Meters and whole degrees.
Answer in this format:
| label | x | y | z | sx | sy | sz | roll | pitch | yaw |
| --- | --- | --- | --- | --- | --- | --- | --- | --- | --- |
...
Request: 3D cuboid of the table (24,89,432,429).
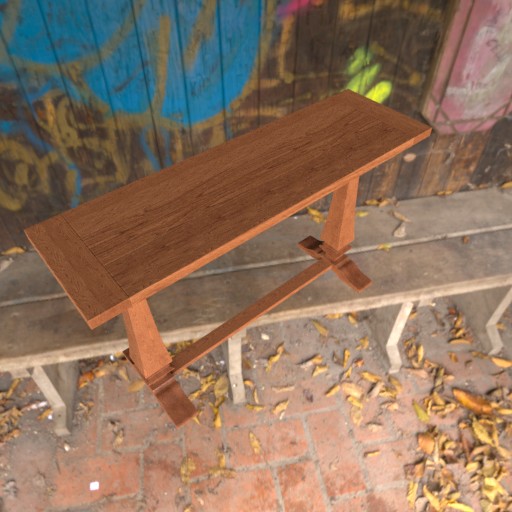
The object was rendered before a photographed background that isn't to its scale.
| label | x | y | z | sx | sy | sz | roll | pitch | yaw |
| --- | --- | --- | --- | --- | --- | --- | --- | --- | --- |
| table | 0.000 | 0.000 | 1.872 | 1.478 | 0.852 | 0.461 | -31 | 53 | -27 |
